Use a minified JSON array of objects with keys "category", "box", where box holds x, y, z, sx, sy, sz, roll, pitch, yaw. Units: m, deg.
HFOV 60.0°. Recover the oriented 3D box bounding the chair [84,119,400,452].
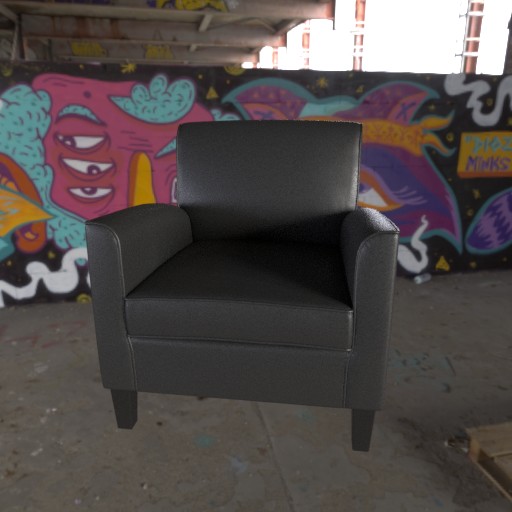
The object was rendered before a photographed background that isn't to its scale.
[{"category":"chair","box":[0.000,0.000,1.533,0.820,0.916,0.819,2,16,8]}]
